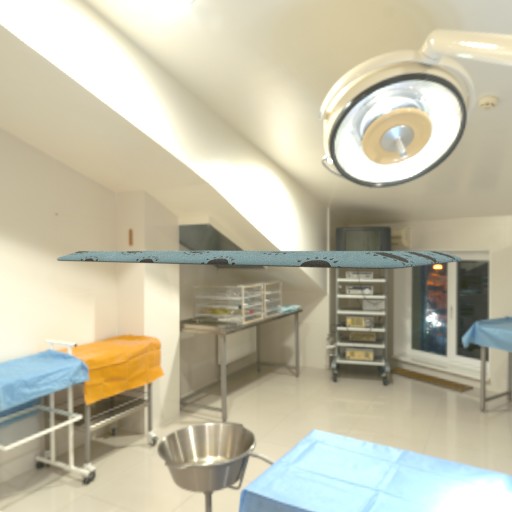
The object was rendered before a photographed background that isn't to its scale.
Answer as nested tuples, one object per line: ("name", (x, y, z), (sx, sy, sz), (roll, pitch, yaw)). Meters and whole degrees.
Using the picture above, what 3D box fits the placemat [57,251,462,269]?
("placemat", (0.000, 0.000, 0.976), (0.762, 0.021, 0.508), (1, 1, 34))
